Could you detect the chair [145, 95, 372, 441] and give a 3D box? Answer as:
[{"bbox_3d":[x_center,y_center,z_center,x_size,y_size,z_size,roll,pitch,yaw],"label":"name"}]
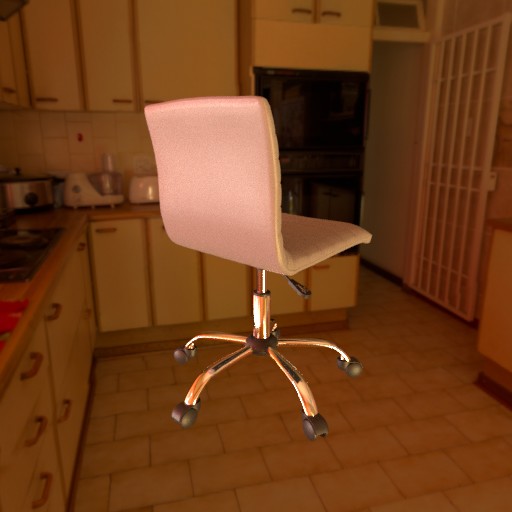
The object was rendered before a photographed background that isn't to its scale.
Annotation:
[{"bbox_3d":[0.000,0.000,1.143,0.542,0.750,0.569,-15,21,-43],"label":"chair"}]
